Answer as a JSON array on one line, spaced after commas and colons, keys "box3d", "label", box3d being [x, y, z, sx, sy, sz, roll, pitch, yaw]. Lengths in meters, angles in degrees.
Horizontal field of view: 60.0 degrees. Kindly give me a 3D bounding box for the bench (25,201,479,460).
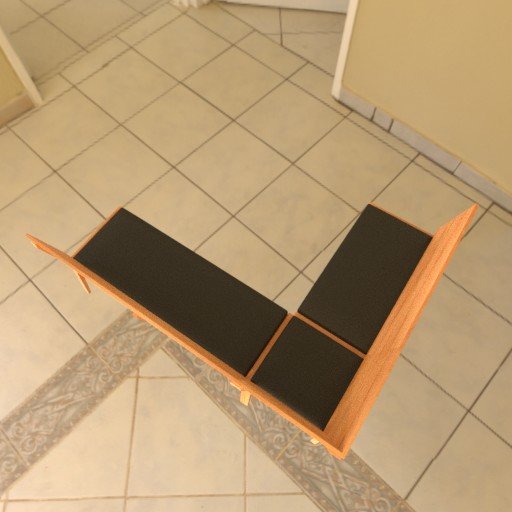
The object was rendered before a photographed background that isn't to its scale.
[{"box3d": [0.000, 0.000, 2.810, 1.948, 0.890, 1.548, 31, 68, 14], "label": "bench"}]
